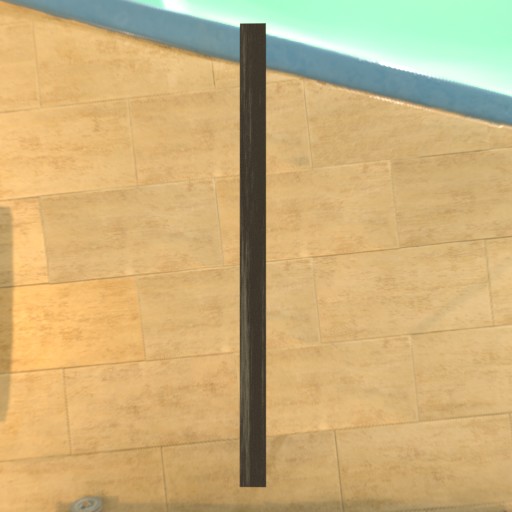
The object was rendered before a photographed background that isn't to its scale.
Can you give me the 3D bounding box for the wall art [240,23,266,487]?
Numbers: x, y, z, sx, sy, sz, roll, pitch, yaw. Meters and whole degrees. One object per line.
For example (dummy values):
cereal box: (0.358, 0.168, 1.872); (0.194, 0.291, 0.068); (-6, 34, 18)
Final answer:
wall art: (0.000, 0.000, 1.107); (0.043, 0.758, 0.762); (0, 90, 1)
